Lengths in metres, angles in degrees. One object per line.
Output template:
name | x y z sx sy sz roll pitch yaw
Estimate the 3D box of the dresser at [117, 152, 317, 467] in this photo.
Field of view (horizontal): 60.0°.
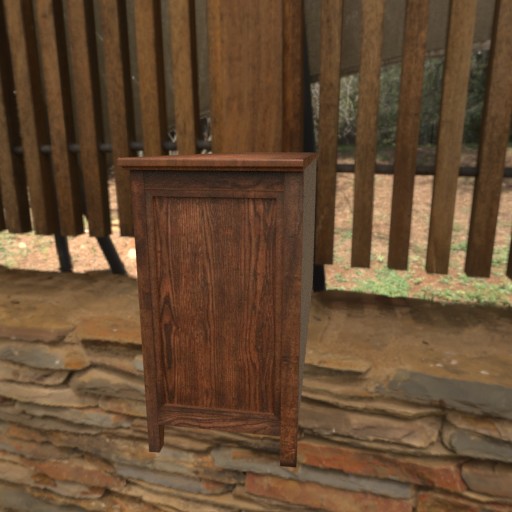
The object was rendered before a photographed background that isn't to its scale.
dresser | 0.000 0.000 1.908 0.463 0.856 1.551 2 14 8
